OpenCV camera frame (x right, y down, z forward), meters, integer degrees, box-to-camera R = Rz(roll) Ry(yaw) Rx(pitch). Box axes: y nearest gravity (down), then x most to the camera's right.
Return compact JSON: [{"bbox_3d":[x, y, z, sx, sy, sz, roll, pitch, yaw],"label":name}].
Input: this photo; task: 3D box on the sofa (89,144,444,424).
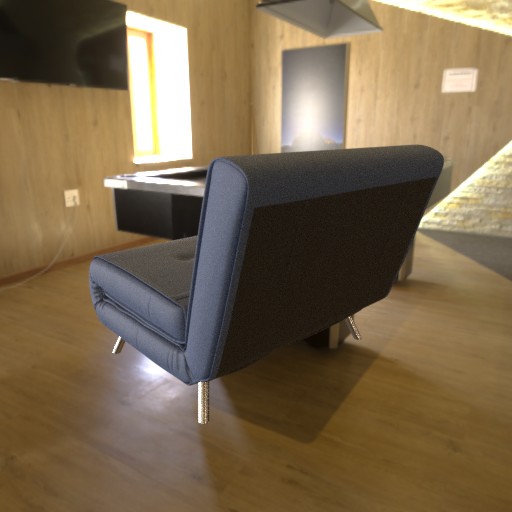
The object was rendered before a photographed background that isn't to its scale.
[{"bbox_3d":[0.000,0.000,1.763,0.999,0.860,0.996,-15,22,-41],"label":"sofa"}]
